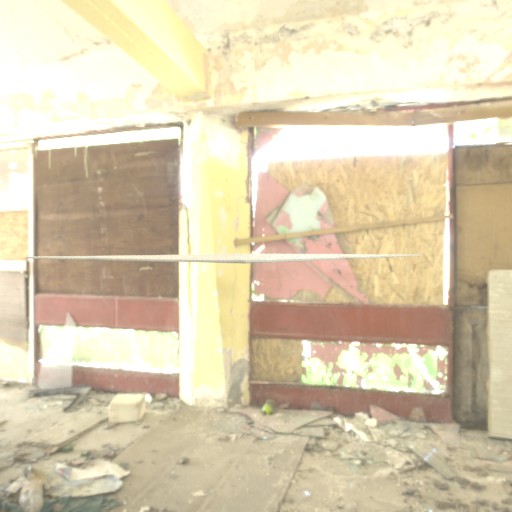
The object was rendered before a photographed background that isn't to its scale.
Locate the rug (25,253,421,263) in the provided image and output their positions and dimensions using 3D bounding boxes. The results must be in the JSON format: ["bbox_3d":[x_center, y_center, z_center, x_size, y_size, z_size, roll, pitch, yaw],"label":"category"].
[{"bbox_3d":[0.000,0.000,2.360,1.231,0.012,1.835,1,1,35],"label":"rug"}]
